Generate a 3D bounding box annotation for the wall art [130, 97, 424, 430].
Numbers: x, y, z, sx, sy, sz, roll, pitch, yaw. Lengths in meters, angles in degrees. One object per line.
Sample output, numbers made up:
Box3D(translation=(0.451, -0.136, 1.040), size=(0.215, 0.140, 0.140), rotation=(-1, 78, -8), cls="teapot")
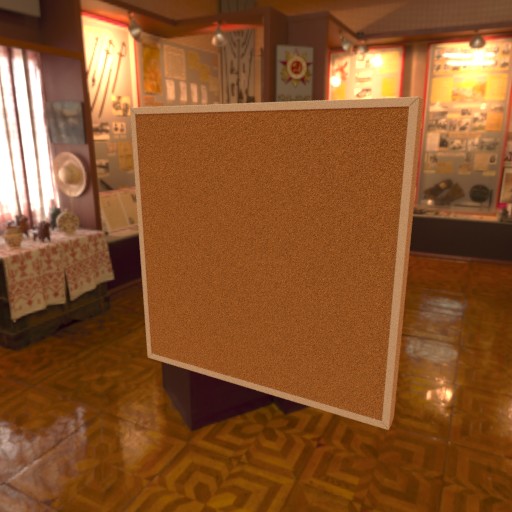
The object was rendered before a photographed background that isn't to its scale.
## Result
Box3D(translation=(0.000, 0.000, 0.780), size=(0.508, 0.508, 0.037), rotation=(8, 17, 27), cls="wall art")
